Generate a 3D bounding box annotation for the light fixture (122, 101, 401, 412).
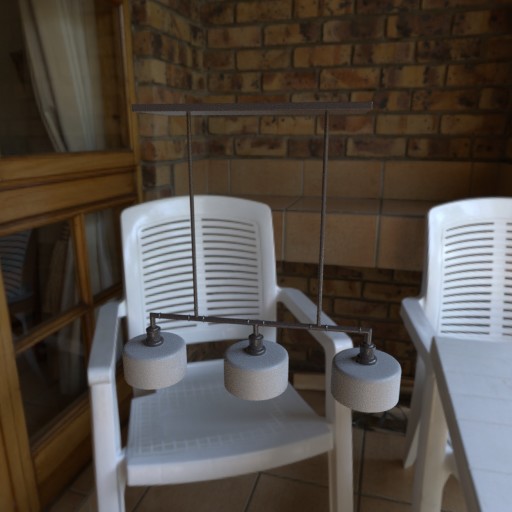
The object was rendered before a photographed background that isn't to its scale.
[{"bbox_3d":[0.000,0.000,0.867,0.582,0.557,0.177,3,16,10],"label":"light fixture"}]
